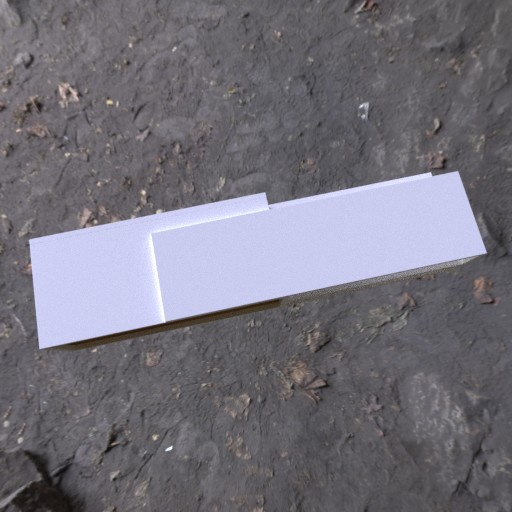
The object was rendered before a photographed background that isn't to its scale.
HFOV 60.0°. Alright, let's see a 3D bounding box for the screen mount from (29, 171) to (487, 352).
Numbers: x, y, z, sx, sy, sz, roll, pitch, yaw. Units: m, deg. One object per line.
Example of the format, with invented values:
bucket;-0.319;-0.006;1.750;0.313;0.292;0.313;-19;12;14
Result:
screen mount;0.000;0.000;1.821;1.680;0.320;0.420;-12;76;-3
